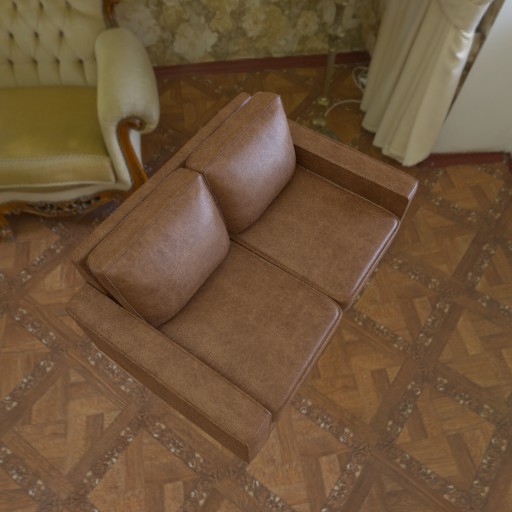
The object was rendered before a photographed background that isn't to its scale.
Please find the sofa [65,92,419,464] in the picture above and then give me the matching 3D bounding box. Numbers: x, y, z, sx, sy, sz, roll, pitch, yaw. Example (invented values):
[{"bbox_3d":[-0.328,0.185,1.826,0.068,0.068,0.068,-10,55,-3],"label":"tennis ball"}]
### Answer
[{"bbox_3d":[0.000,0.000,2.173,1.020,0.896,1.532,30,64,17],"label":"sofa"}]
